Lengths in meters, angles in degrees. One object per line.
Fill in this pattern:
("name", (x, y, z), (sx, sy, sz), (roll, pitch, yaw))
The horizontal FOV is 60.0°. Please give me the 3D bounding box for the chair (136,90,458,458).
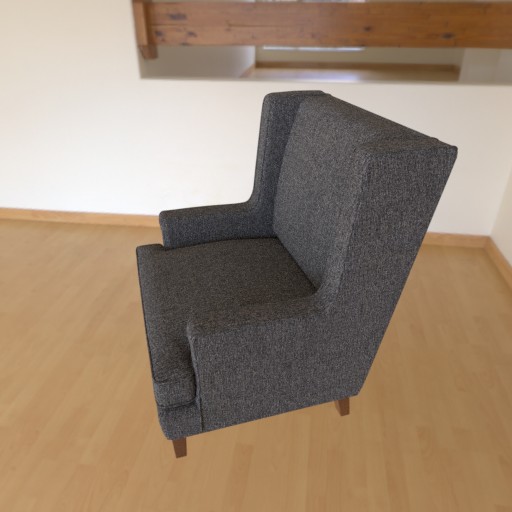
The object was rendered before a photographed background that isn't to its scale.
("chair", (0.000, 0.000, 1.771), (0.927, 1.082, 0.942), (-8, 31, -14))
